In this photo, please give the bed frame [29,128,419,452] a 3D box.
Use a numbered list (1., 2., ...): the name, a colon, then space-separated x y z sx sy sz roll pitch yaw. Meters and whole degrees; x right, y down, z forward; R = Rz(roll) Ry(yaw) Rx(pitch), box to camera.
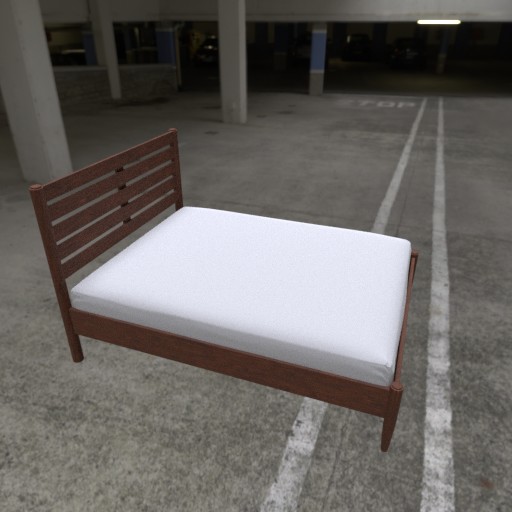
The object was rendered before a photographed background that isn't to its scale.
1. bed frame: 0.000 0.000 3.221 2.234 1.321 1.655 10 30 18
